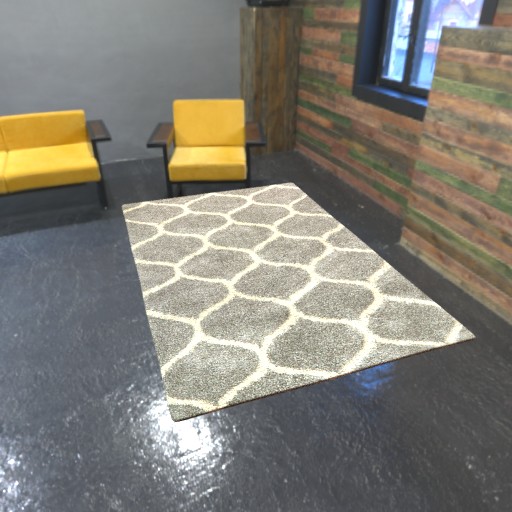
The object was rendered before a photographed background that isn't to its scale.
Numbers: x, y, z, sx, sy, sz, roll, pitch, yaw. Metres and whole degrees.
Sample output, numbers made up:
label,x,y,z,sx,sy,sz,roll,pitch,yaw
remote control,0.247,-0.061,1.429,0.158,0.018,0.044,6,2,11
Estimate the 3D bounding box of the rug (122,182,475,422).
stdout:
label,x,y,z,sx,sy,sz,roll,pitch,yaw
rug,0.000,0.000,3.446,1.801,0.026,2.701,-10,32,-17
